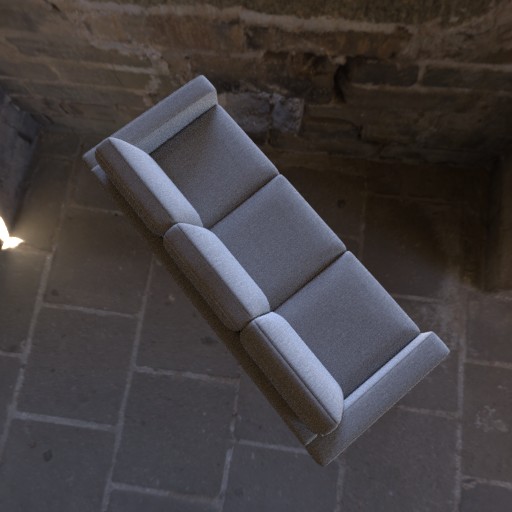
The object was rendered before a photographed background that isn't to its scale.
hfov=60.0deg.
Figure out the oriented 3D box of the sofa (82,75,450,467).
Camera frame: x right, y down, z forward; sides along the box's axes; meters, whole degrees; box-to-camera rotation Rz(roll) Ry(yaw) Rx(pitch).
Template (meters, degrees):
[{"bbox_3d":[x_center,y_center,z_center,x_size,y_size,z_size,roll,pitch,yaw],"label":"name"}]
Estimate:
[{"bbox_3d":[0.000,0.000,2.552,0.900,0.800,2.120,-38,79,-9],"label":"sofa"}]
